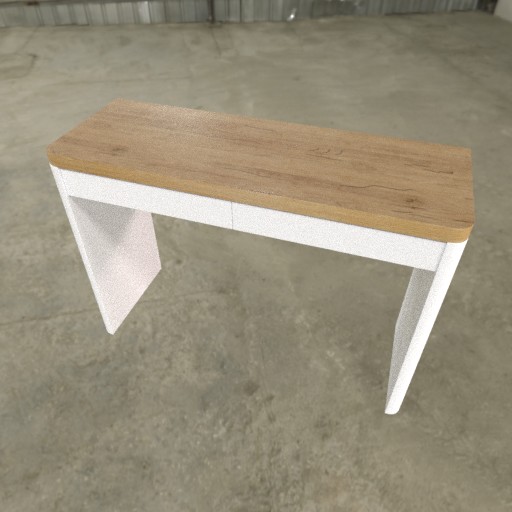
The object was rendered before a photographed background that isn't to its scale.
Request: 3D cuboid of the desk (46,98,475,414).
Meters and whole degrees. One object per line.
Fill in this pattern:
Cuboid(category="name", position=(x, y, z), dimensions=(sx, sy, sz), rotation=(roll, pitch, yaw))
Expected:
Cuboid(category="desk", position=(0.000, 0.000, 1.448), dimensions=(1.100, 0.760, 0.390), rotation=(12, 43, 14))
